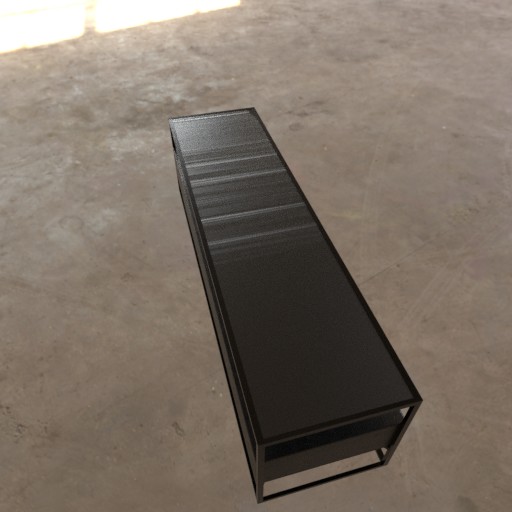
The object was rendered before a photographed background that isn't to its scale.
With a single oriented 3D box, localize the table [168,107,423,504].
[{"bbox_3d":[0.000,0.000,1.625,0.399,0.395,1.486,-11,46,-11],"label":"table"}]
